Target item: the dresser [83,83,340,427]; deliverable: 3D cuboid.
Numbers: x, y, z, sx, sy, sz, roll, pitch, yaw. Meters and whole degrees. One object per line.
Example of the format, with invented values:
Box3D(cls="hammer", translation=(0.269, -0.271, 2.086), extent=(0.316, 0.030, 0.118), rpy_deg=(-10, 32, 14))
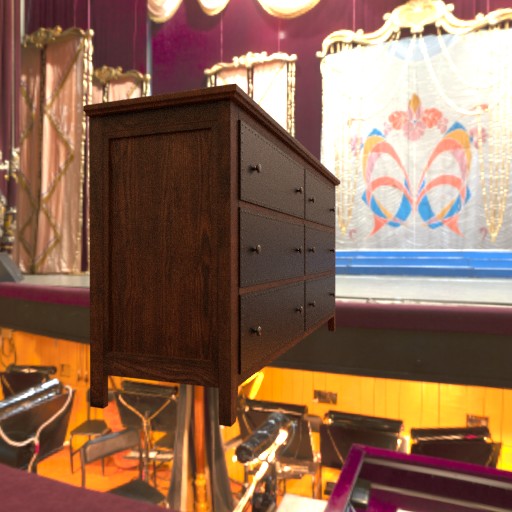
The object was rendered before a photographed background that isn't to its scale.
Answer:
Box3D(cls="dresser", translation=(0.000, 0.000, 1.890), extent=(0.463, 0.856, 1.551), rpy_deg=(0, 0, 20))
